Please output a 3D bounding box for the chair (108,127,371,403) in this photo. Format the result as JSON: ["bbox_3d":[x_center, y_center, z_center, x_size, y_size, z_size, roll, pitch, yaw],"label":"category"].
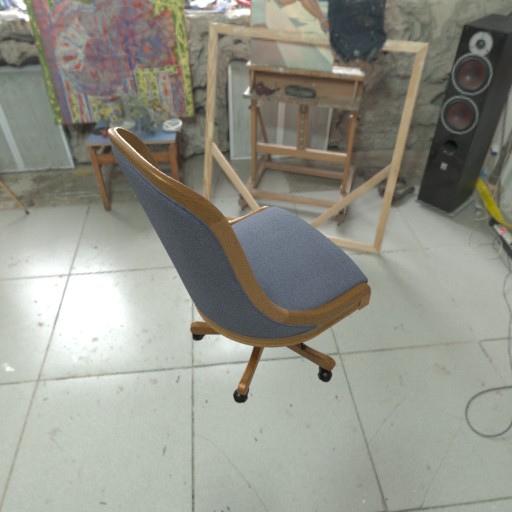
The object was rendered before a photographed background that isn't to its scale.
[{"bbox_3d":[0.000,0.000,1.501,0.735,1.031,0.605,-26,48,-26],"label":"chair"}]
